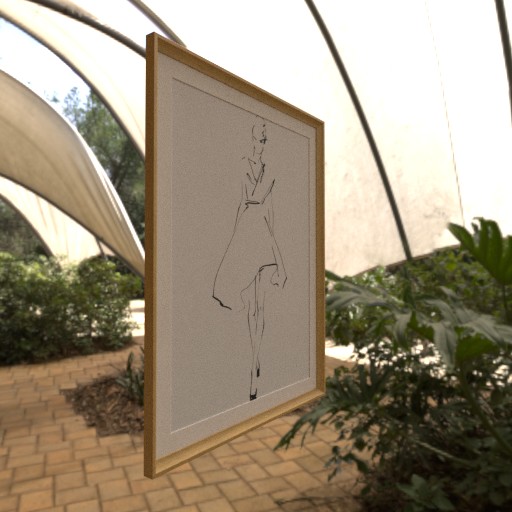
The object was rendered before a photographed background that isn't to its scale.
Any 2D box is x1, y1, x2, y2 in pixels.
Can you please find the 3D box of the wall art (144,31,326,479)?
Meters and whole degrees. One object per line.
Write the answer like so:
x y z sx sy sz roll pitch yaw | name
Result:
0.000 0.000 1.316 0.030 1.002 0.798 -1 -1 37 | wall art
